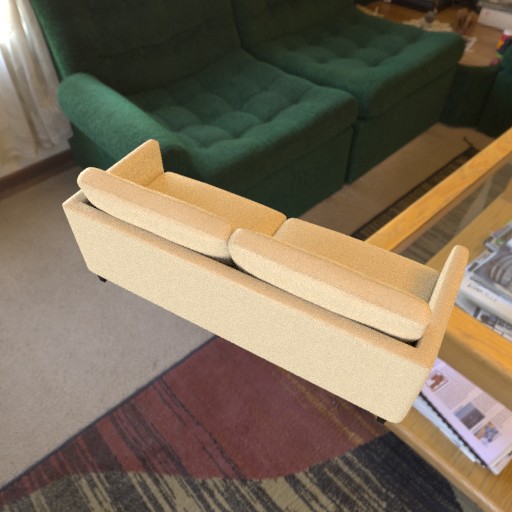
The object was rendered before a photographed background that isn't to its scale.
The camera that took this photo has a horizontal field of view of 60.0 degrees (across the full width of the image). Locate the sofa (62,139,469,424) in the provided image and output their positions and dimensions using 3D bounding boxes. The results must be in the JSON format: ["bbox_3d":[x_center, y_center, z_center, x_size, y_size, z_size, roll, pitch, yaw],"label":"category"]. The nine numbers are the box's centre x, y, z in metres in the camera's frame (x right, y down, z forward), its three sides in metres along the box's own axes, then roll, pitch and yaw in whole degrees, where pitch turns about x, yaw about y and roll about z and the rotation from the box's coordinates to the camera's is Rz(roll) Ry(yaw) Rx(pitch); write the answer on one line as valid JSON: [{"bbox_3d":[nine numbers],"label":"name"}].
[{"bbox_3d":[0.000,0.000,2.951,2.434,0.965,0.948,23,51,20],"label":"sofa"}]
